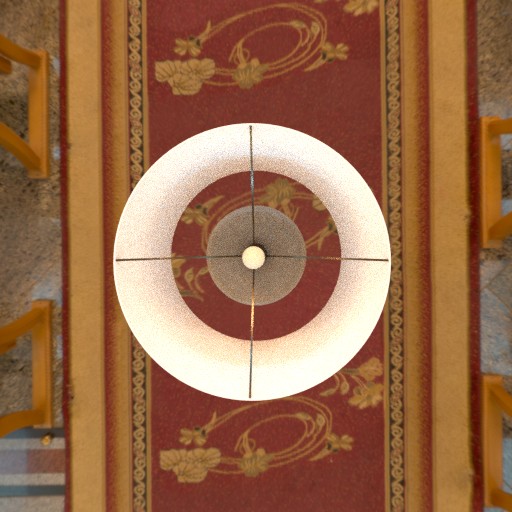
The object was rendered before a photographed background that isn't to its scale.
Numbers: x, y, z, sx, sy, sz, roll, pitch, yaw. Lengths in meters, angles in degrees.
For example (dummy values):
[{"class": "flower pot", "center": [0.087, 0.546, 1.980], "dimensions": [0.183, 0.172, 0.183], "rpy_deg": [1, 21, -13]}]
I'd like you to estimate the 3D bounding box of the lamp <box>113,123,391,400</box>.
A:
[{"class": "lamp", "center": [0.000, 0.000, 0.537], "dimensions": [0.206, 0.416, 0.206], "rpy_deg": [0, 91, 1]}]
